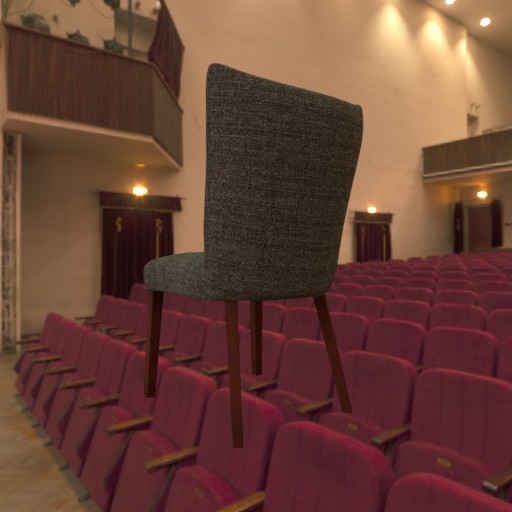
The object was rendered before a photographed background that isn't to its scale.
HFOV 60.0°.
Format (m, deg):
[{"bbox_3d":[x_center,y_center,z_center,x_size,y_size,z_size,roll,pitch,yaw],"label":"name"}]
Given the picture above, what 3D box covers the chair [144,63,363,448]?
[{"bbox_3d":[0.000,0.000,1.351,0.535,0.924,0.623,0,1,-36],"label":"chair"}]
